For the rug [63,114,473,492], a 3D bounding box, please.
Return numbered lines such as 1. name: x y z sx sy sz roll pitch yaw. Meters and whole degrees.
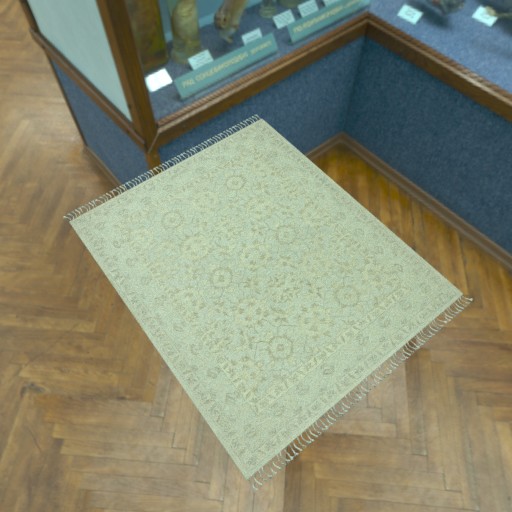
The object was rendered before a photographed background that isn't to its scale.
1. rug: 0.000 0.000 4.091 2.444 0.013 3.043 -33 64 -19
